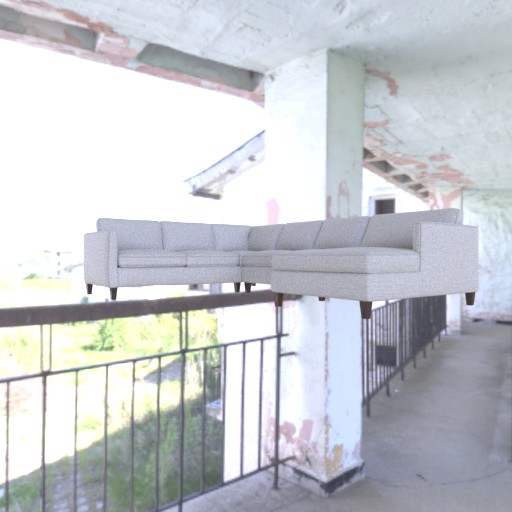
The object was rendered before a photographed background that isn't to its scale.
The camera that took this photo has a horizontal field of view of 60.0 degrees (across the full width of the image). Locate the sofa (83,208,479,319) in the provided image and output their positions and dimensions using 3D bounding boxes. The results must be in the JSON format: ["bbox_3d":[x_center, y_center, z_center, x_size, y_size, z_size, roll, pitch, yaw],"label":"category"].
[{"bbox_3d":[0.000,0.000,4.565,2.551,0.889,3.403,0,0,-37],"label":"sofa"}]
